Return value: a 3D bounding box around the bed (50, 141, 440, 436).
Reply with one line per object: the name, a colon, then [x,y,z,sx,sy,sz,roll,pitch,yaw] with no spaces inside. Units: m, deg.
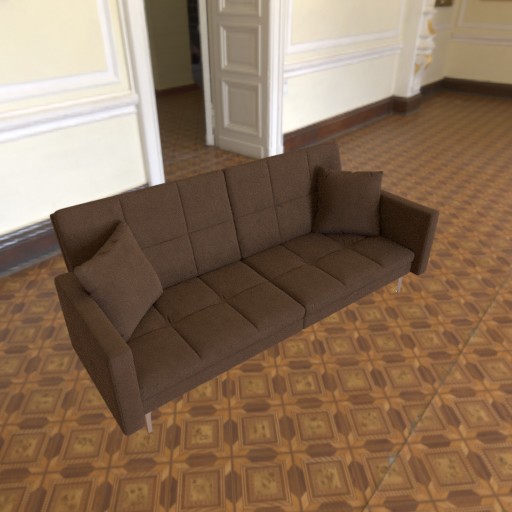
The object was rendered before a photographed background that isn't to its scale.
bed: [0.000,0.000,2.335,1.905,0.787,0.889,-21,37,-31]
